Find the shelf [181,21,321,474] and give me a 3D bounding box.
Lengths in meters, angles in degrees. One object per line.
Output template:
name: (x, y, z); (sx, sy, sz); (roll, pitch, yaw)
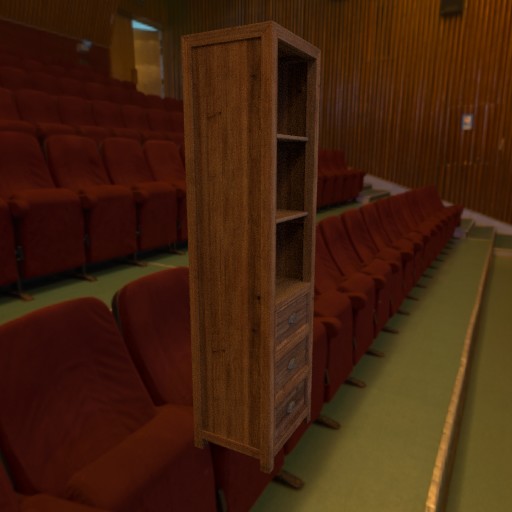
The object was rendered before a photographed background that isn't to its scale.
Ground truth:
shelf: (0.000, 0.000, 2.135); (0.428, 1.900, 0.500); (7, 14, 28)
